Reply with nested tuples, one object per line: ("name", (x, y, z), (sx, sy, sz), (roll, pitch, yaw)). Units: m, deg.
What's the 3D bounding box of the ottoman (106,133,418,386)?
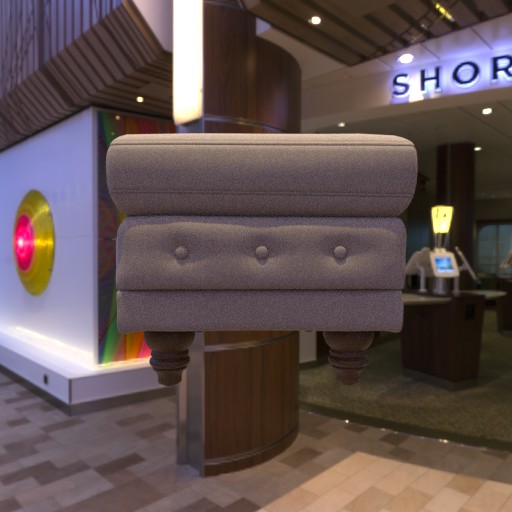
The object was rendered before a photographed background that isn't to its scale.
("ottoman", (0.000, 0.000, 1.159), (0.569, 0.500, 0.771), (0, 1, -1))
